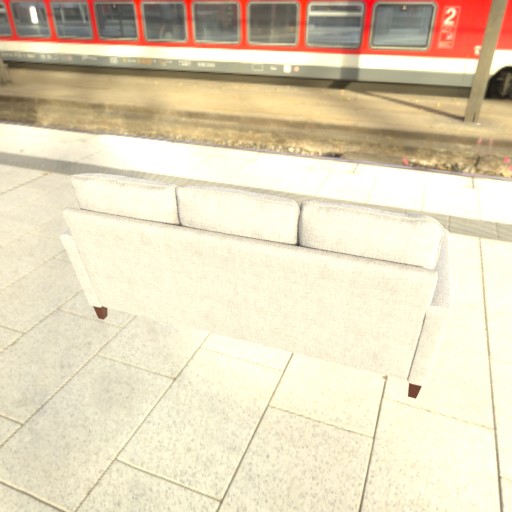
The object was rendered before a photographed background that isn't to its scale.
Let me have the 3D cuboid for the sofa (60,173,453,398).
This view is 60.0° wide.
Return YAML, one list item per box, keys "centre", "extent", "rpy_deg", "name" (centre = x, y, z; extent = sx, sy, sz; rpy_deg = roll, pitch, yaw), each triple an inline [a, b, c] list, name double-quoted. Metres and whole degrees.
- centre: [0.000, 0.000, 2.406]
  extent: [1.925, 0.959, 0.828]
  rpy_deg: [10, 32, 17]
  name: "sofa"
